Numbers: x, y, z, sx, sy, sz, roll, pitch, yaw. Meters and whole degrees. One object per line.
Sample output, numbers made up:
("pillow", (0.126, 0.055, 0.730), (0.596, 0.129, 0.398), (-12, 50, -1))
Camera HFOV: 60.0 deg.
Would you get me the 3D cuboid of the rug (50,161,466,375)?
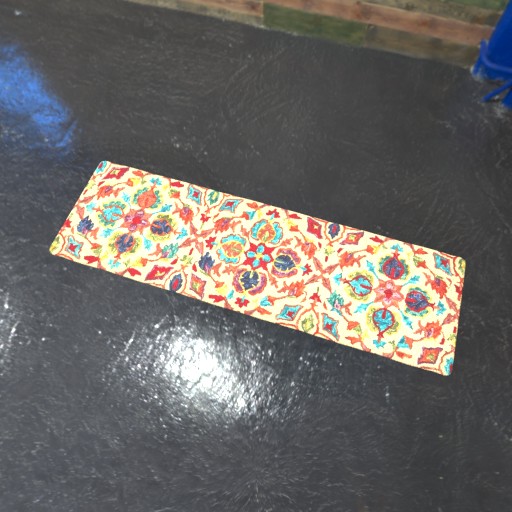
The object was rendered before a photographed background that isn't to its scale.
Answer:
("rug", (0.000, 0.000, 2.514), (2.273, 0.016, 0.693), (16, 65, 8))
